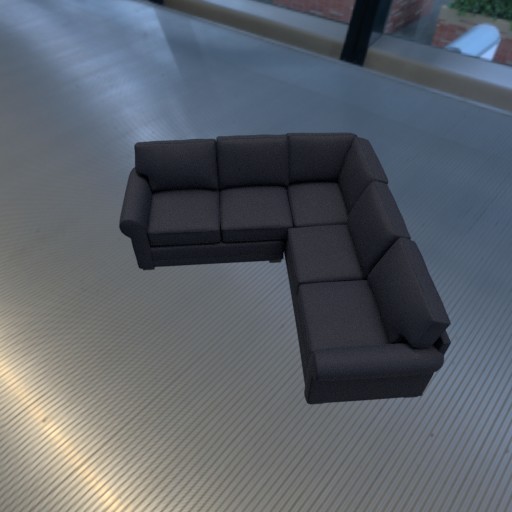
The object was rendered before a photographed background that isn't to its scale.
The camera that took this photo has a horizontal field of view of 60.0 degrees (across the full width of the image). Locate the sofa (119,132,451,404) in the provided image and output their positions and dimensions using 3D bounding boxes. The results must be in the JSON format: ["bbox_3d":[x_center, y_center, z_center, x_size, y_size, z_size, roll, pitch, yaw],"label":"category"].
[{"bbox_3d":[0.000,0.000,3.954,2.487,1.042,2.562,-3,46,-3],"label":"sofa"}]
